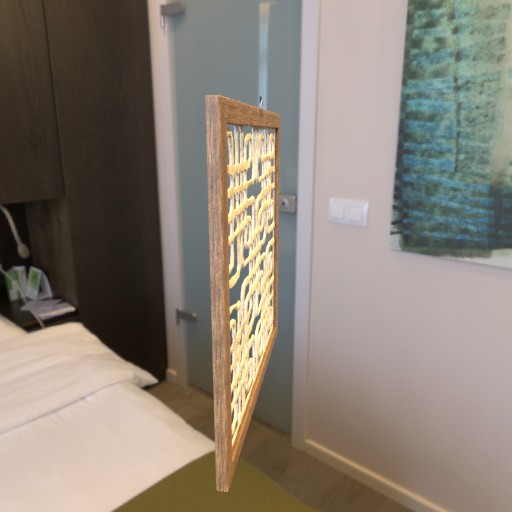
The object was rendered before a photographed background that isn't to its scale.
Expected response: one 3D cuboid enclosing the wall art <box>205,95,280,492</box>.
[{"bbox_3d":[0.000,0.000,0.853,0.021,0.582,0.561,3,16,10],"label":"wall art"}]
